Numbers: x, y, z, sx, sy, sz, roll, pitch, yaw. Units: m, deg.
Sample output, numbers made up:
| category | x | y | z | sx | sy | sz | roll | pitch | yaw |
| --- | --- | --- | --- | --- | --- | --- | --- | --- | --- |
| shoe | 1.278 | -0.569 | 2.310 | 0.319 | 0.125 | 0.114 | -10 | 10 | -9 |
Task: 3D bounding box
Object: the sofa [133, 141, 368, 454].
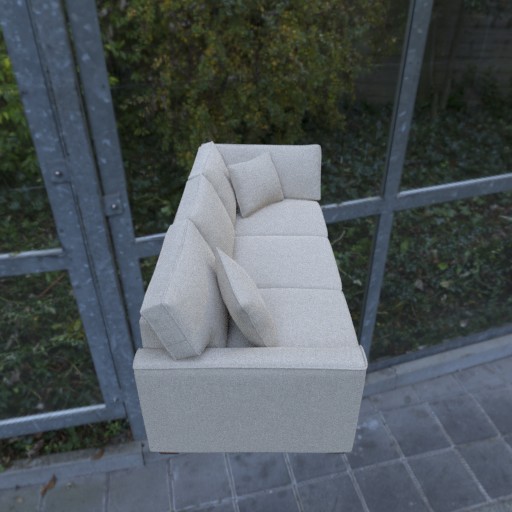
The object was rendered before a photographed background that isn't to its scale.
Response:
| category | x | y | z | sx | sy | sz | roll | pitch | yaw |
| --- | --- | --- | --- | --- | --- | --- | --- | --- | --- |
| sofa | 0.000 | 0.000 | 2.930 | 1.061 | 0.962 | 2.317 | 0 | 32 | 0 |
